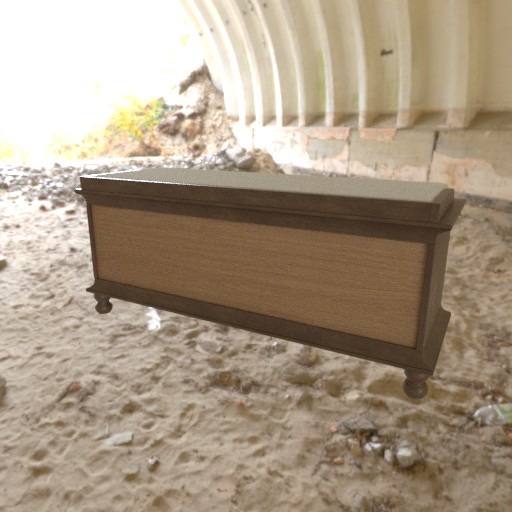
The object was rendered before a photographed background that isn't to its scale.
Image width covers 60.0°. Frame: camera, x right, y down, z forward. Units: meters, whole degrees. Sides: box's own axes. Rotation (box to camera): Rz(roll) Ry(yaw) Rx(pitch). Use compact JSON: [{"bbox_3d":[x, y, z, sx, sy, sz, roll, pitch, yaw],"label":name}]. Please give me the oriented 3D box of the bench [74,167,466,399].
[{"bbox_3d":[0.000,0.000,1.456,1.185,0.501,0.402,9,19,27],"label":"bench"}]
